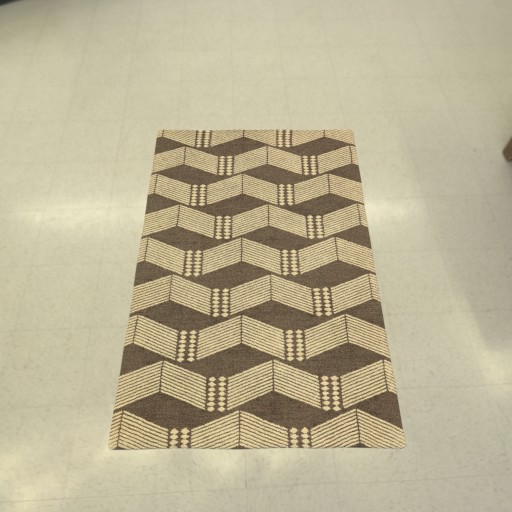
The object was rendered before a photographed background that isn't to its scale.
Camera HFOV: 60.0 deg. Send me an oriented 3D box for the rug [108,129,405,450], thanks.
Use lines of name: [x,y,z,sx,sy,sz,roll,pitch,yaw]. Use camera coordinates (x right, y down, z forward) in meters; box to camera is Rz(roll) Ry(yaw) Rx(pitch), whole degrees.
rug: [0.000,0.000,2.272,1.210,0.016,1.833,0,59,0]
